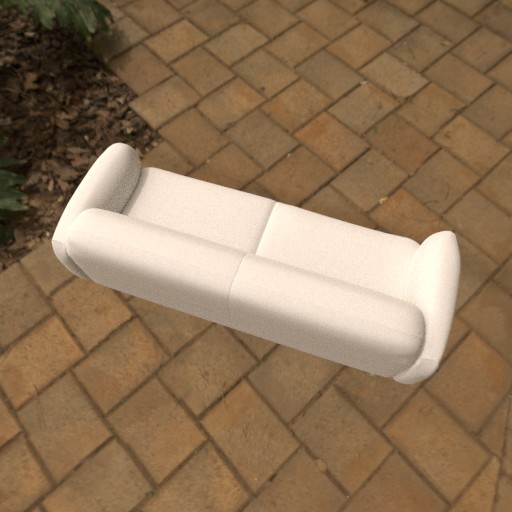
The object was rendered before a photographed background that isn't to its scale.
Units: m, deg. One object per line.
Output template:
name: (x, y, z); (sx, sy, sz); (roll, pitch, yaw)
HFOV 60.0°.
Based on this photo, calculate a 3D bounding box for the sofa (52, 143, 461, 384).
sofa: (0.000, 0.000, 2.676); (2.257, 0.780, 0.880); (17, 64, 8)
